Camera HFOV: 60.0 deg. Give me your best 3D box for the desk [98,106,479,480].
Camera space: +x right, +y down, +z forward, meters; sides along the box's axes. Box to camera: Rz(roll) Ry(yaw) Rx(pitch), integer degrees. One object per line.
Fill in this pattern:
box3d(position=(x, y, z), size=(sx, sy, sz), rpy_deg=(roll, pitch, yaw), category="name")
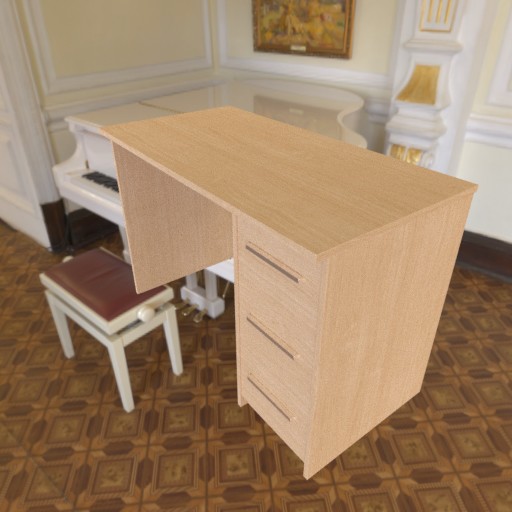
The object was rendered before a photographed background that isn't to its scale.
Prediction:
box3d(position=(0.000, 0.000, 1.522), size=(0.560, 0.735, 1.097), rpy_deg=(-22, 37, -31), category="desk")
